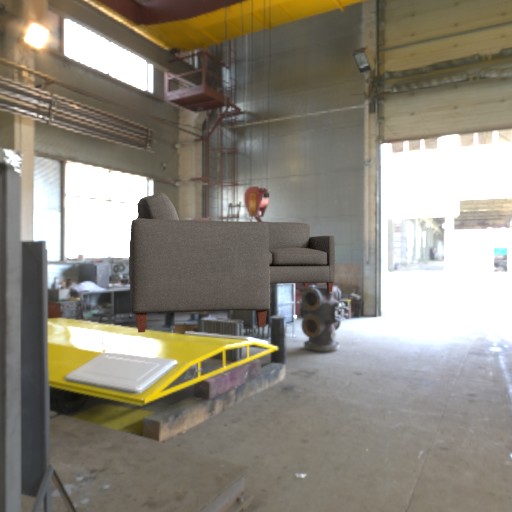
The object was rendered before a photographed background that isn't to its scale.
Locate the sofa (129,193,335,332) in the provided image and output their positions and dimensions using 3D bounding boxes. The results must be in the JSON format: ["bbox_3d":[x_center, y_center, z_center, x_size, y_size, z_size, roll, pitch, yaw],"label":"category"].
[{"bbox_3d":[0.000,0.000,4.686,2.593,0.947,3.302,0,0,-16],"label":"sofa"}]
